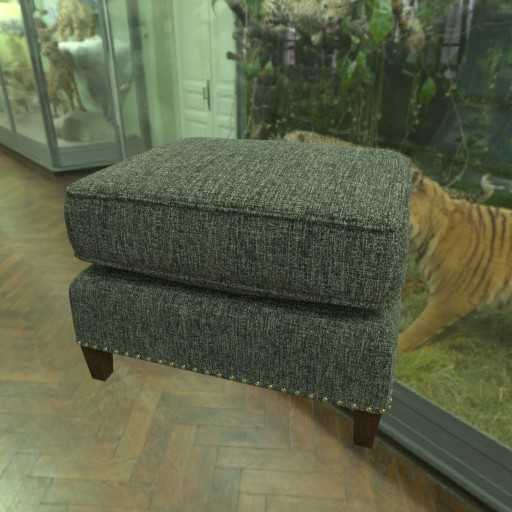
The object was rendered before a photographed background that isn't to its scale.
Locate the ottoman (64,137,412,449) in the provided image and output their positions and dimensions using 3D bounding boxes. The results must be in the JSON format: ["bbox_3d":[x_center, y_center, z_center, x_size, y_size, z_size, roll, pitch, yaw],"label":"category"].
[{"bbox_3d":[0.000,0.000,1.140,0.738,0.537,0.589,8,27,16],"label":"ottoman"}]
